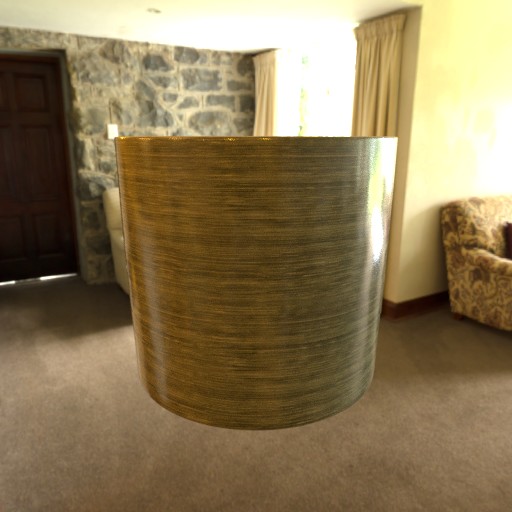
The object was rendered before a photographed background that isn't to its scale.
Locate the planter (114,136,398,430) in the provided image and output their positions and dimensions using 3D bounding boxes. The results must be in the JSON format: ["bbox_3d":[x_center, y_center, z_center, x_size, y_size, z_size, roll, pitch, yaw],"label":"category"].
[{"bbox_3d":[0.000,0.000,0.388,0.221,0.201,0.221,0,15,0],"label":"planter"}]
